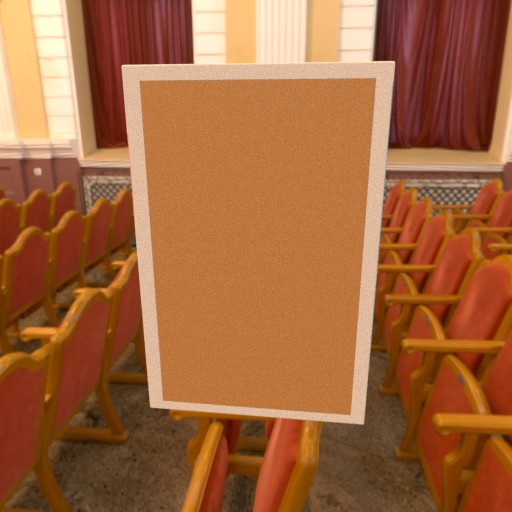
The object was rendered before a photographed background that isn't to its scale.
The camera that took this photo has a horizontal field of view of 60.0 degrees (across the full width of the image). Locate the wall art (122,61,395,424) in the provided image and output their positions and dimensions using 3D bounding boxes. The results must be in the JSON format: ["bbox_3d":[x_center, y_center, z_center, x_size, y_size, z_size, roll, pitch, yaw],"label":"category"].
[{"bbox_3d":[0.000,0.000,0.478,0.251,0.380,0.039,2,18,7],"label":"wall art"}]
